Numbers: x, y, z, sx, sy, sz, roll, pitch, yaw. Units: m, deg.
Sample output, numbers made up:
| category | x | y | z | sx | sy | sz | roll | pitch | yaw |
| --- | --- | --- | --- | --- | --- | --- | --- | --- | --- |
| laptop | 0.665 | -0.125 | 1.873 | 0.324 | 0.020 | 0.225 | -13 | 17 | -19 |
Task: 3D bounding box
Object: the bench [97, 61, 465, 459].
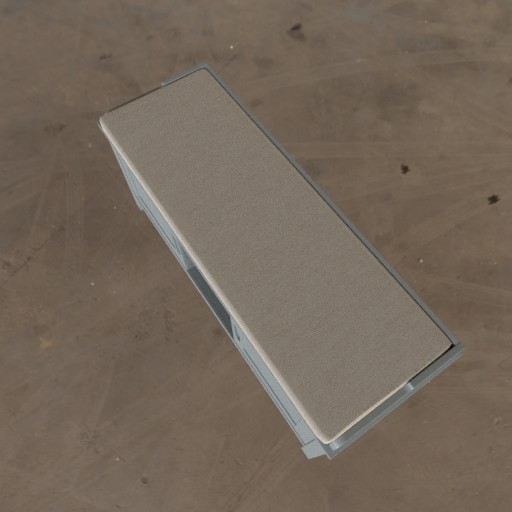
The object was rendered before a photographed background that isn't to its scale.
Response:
| category | x | y | z | sx | sy | sz | roll | pitch | yaw |
| --- | --- | --- | --- | --- | --- | --- | --- | --- | --- |
| bench | 0.000 | 0.000 | 1.382 | 0.398 | 0.501 | 1.140 | -32 | 68 | -15 |
